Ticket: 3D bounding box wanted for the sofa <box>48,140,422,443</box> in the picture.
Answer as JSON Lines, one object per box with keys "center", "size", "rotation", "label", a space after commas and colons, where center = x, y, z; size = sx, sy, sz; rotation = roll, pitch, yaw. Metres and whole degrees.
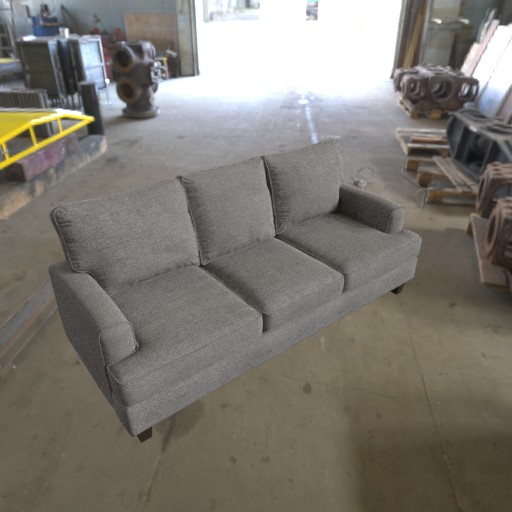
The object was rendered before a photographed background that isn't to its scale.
{"center": [0.000, 0.000, 2.687], "size": [2.158, 0.965, 0.951], "rotation": [-22, 37, -32], "label": "sofa"}
